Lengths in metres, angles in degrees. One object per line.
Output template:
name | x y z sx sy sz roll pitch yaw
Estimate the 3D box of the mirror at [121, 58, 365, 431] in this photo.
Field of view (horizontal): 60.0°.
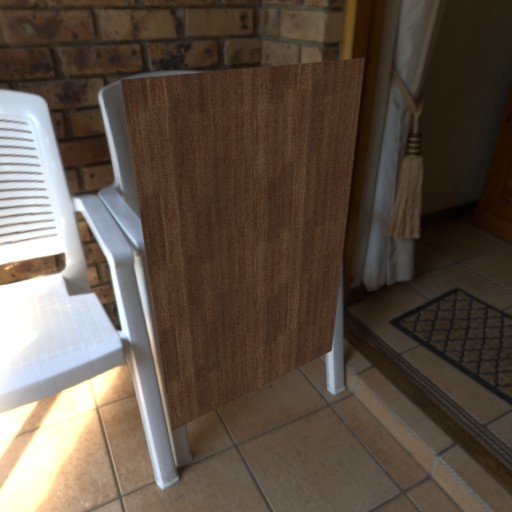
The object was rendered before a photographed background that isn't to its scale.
mirror | 0.000 0.000 1.272 0.651 1.010 0.047 -18 35 -28
